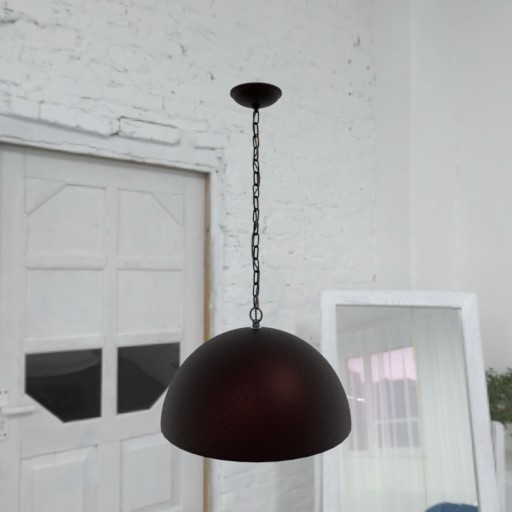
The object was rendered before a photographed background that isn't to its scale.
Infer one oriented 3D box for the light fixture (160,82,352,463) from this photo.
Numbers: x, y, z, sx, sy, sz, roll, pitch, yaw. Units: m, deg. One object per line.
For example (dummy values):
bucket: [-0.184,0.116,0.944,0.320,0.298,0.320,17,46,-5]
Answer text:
light fixture: [0.000,0.000,1.173,0.492,0.869,0.492,-1,-1,35]
